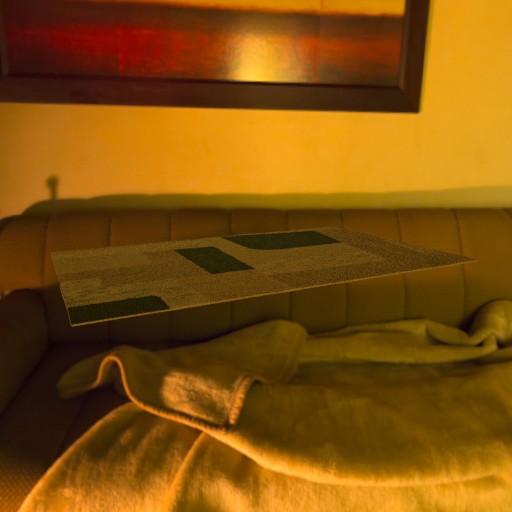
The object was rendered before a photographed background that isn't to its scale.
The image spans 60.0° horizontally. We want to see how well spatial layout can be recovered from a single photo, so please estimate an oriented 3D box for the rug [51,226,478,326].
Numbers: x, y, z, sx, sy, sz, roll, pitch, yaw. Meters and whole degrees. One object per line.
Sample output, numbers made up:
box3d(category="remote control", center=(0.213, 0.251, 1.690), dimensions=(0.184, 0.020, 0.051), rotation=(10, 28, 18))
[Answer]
box3d(category="rug", center=(0.000, 0.000, 2.964), dimensions=(2.436, 0.015, 1.521), rotation=(-7, 14, -26))
